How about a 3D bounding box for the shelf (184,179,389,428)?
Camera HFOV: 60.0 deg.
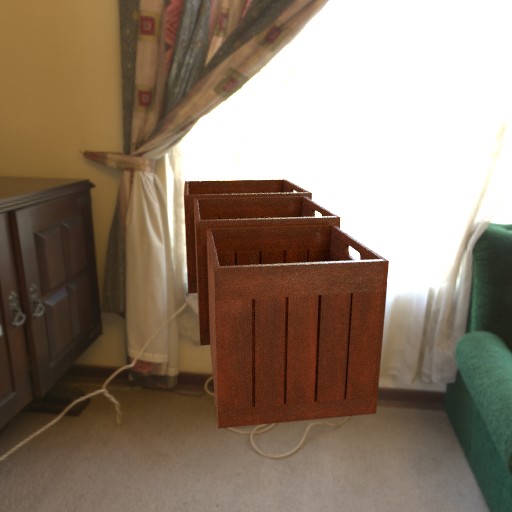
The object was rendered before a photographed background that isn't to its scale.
[{"bbox_3d":[0.000,0.000,1.254,0.393,0.311,1.064,-2,16,-8],"label":"shelf"}]
